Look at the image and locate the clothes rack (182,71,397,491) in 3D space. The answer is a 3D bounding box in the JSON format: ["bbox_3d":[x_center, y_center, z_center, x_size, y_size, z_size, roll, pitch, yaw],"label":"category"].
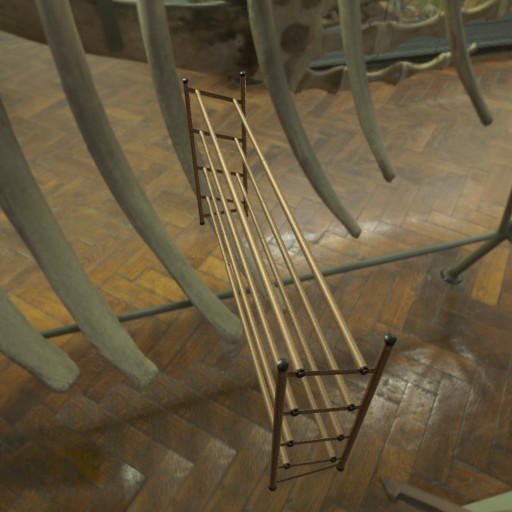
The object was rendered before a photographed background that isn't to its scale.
[{"bbox_3d":[0.000,0.000,1.408,0.229,0.672,1.168,-11,47,-10],"label":"clothes rack"}]
